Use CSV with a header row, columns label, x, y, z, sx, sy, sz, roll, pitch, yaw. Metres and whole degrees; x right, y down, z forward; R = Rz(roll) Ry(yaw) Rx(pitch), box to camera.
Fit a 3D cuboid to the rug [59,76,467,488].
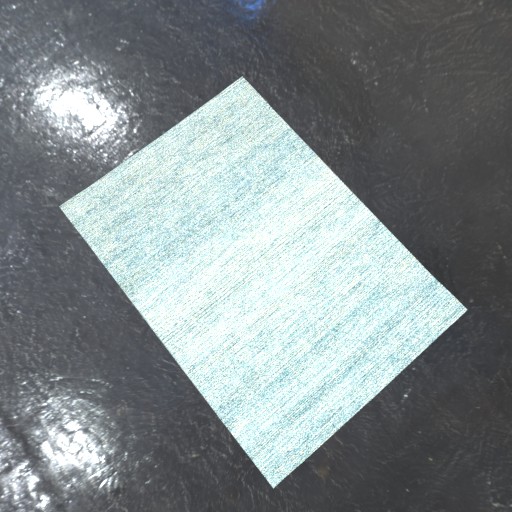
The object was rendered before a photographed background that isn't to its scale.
label,x,y,z,sx,sy,sz,roll,pitch,yaw
rug,0.000,0.000,2.896,1.611,0.026,2.260,-38,78,-10
